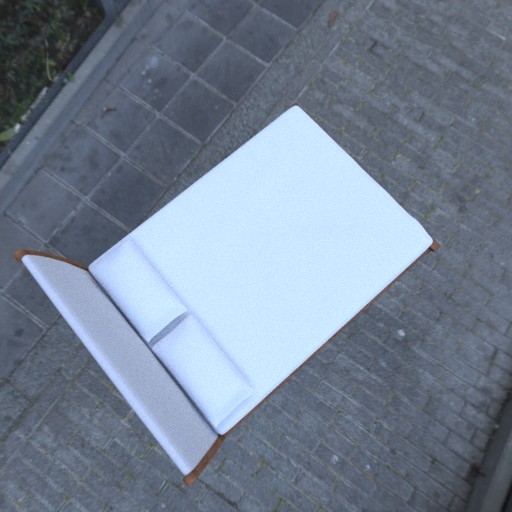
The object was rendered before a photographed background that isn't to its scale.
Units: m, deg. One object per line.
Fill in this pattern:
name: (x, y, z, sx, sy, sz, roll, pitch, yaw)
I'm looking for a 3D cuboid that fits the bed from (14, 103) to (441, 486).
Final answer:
bed: (0.000, 0.000, 2.875, 2.108, 1.135, 1.502, -40, 79, -9)
